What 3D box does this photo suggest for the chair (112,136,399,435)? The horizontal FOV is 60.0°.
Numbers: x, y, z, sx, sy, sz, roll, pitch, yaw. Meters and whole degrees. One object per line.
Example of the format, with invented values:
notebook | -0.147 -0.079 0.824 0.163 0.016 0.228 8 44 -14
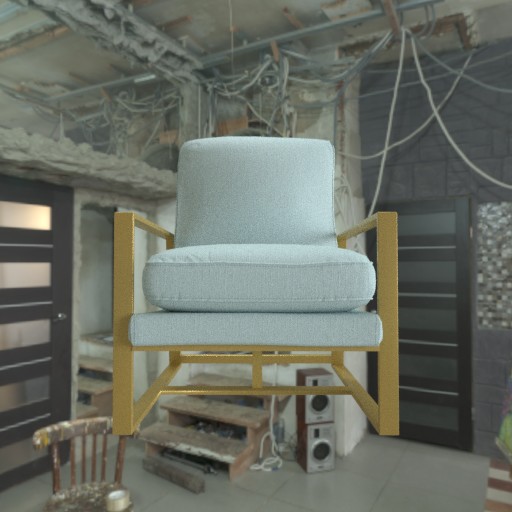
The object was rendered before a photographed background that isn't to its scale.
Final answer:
chair | 0.000 0.000 1.541 0.758 0.956 0.813 0 -1 0
